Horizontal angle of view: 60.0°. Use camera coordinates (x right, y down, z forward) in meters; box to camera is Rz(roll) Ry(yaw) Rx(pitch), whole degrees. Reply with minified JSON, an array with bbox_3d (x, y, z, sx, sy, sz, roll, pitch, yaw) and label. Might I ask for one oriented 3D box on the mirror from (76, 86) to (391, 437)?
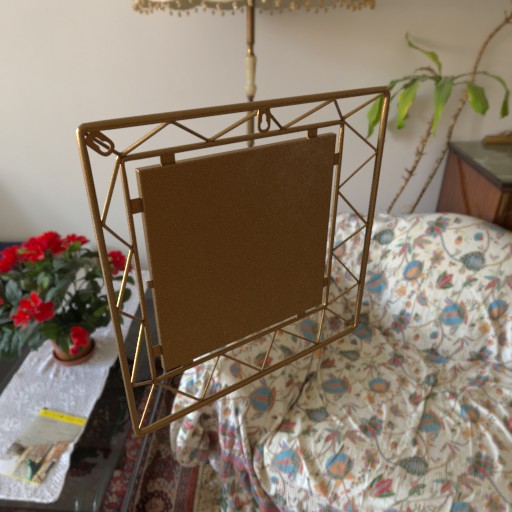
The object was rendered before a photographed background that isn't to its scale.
[{"bbox_3d":[0.000,0.000,0.608,0.416,0.414,0.046,-18,34,-30],"label":"mirror"}]
